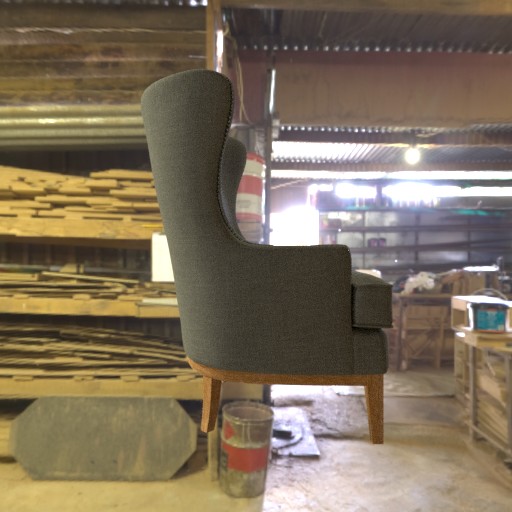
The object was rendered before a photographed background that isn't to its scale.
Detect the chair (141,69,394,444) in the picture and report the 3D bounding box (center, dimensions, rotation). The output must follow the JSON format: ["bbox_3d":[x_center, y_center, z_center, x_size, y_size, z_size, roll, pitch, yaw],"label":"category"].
[{"bbox_3d":[0.000,0.000,1.782,0.883,1.176,0.864,0,0,1],"label":"chair"}]
